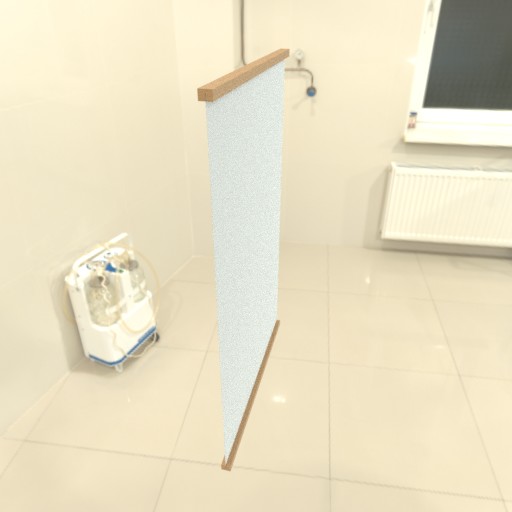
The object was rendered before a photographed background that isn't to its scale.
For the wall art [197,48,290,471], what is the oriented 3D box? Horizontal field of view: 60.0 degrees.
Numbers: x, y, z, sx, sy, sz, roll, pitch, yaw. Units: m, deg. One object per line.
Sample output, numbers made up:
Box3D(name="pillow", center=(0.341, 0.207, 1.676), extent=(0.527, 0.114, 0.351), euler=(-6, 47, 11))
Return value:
Box3D(name="wall art", center=(0.000, 0.000, 0.635), extent=(0.013, 0.510, 0.335), euler=(8, 31, 13))
